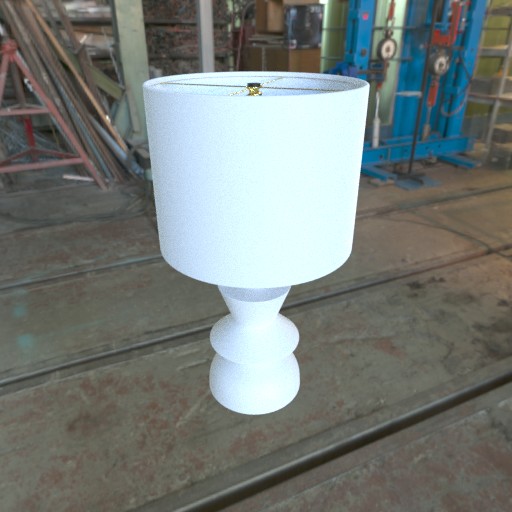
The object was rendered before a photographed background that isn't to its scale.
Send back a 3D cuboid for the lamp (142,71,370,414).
[{"bbox_3d":[0.000,0.000,0.723,0.301,0.533,0.301,9,29,17],"label":"lamp"}]
